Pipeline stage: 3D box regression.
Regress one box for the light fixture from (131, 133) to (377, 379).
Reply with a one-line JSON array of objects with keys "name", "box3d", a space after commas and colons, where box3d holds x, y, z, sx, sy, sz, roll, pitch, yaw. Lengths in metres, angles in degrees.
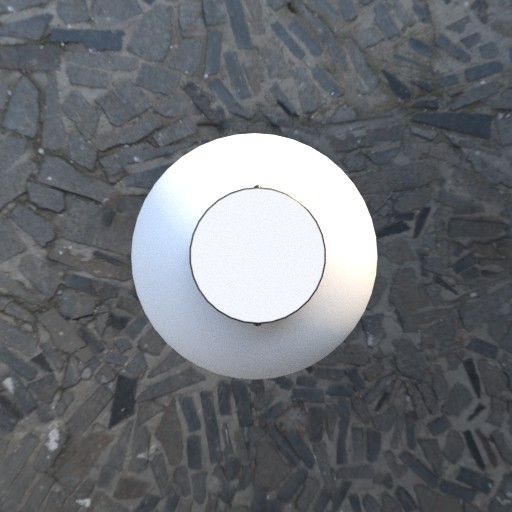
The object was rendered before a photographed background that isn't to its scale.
[{"name": "light fixture", "box3d": [0.000, 0.000, 0.567, 0.355, 0.177, 0.355, 0, 90, -1]}]
